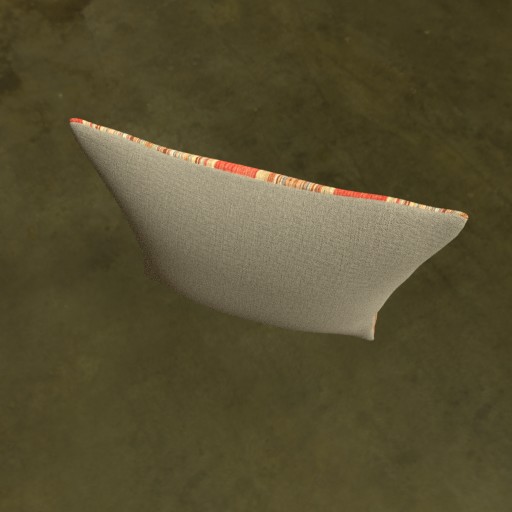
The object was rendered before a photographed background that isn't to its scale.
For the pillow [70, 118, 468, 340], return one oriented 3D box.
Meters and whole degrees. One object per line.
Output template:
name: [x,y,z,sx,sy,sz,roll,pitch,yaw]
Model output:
pillow: [0.000,0.000,0.638,0.437,0.419,0.136,15,64,7]
